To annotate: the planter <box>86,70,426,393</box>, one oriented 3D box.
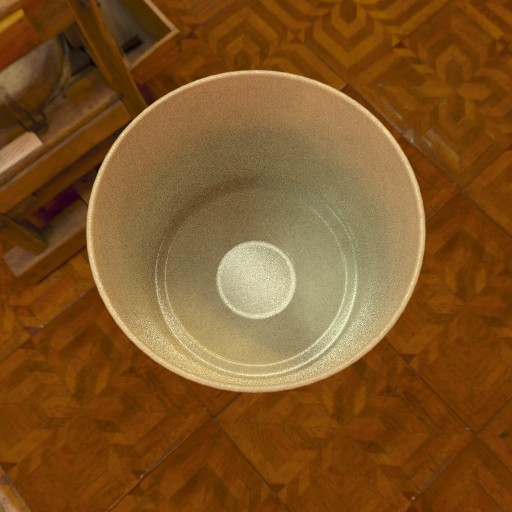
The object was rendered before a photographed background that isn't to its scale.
[{"bbox_3d":[0.000,0.000,0.336,0.190,0.181,0.190,0,76,0],"label":"planter"}]
